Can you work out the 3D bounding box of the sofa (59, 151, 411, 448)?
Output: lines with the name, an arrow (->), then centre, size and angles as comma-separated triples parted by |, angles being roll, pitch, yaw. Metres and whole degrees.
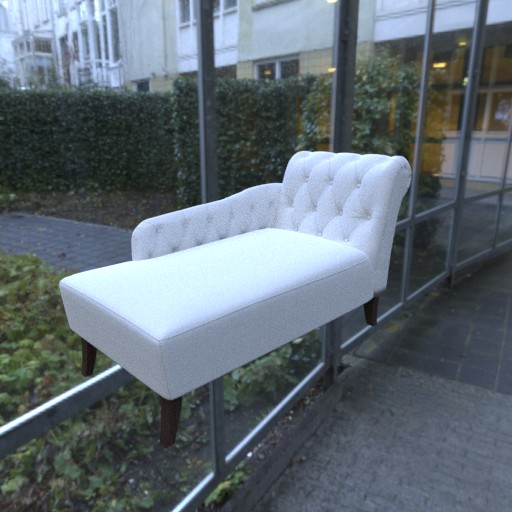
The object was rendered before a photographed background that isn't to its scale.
sofa -> 0.000, 0.000, 1.840 | 1.379, 0.787, 0.675 | -16, 23, -42
